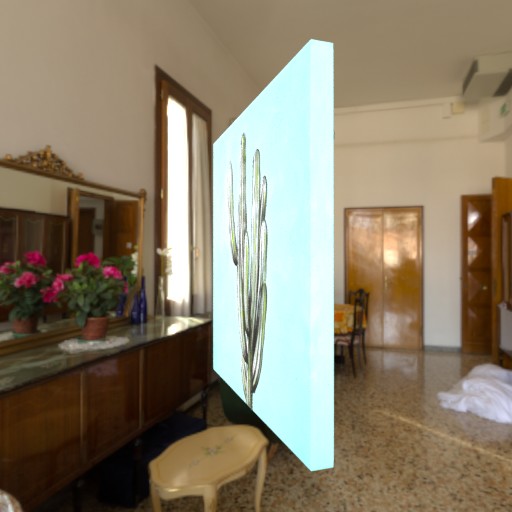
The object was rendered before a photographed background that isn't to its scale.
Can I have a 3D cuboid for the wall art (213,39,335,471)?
[{"bbox_3d":[0.000,0.000,1.153,0.054,0.766,0.765,0,0,-19],"label":"wall art"}]
